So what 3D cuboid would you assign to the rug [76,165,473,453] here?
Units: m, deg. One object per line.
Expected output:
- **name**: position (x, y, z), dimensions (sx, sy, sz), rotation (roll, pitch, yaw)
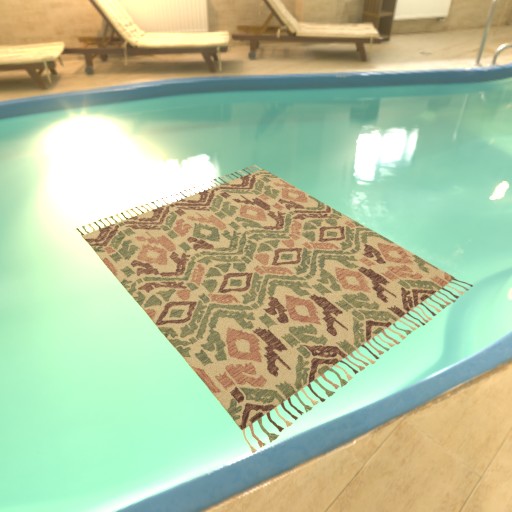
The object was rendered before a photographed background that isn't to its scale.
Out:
- **rug**: position (0.000, 0.000, 4.191), dimensions (2.438, 0.010, 3.048), rotation (-26, 45, -29)
